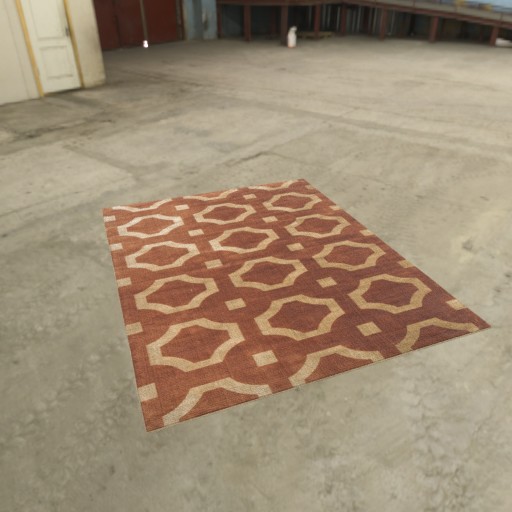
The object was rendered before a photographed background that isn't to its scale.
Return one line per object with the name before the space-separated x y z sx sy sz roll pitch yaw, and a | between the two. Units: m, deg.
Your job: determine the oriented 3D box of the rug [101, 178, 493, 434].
rug | 0.000 0.000 4.009 2.466 0.021 3.049 -11 33 -18
